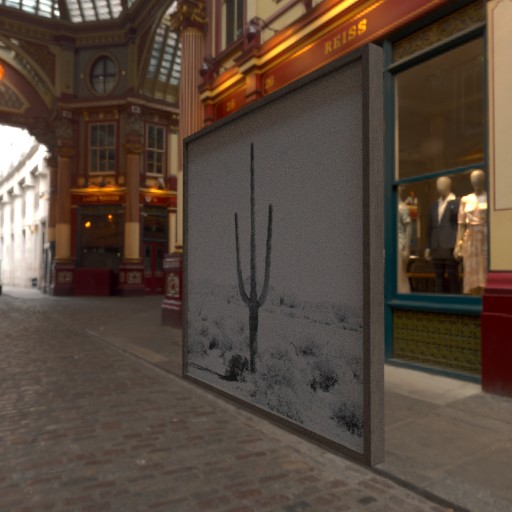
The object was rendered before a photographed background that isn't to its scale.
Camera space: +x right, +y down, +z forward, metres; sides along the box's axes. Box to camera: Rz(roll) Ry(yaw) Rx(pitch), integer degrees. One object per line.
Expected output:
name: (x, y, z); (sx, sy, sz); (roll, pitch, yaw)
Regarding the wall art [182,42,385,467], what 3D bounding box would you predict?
wall art: (0.000, 0.000, 1.116); (0.038, 0.762, 0.762); (1, -1, -35)
